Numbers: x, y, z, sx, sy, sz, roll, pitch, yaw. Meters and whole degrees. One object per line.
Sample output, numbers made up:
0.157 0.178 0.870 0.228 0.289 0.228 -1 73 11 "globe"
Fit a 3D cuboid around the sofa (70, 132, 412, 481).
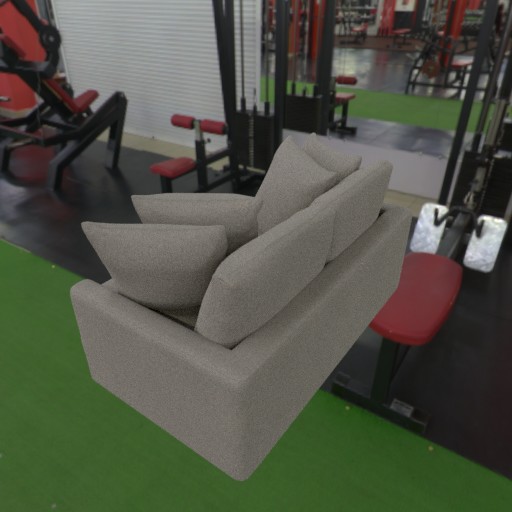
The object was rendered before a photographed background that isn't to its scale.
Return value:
0.000 0.000 2.609 1.228 1.080 1.869 20 37 30 "sofa"
